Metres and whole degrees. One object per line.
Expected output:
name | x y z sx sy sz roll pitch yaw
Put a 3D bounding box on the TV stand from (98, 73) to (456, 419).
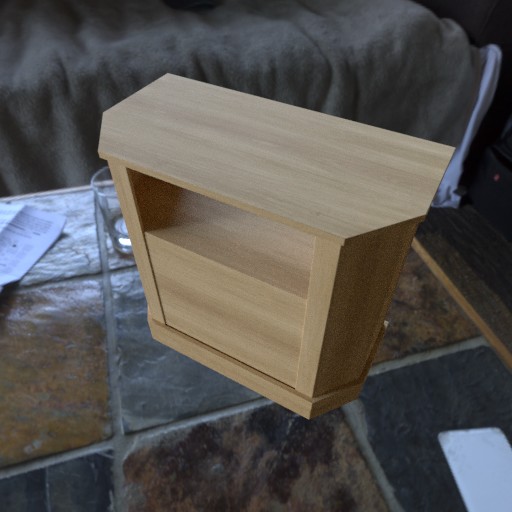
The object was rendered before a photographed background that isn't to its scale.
TV stand | 0.000 0.000 1.347 0.851 0.781 0.425 22 50 20
